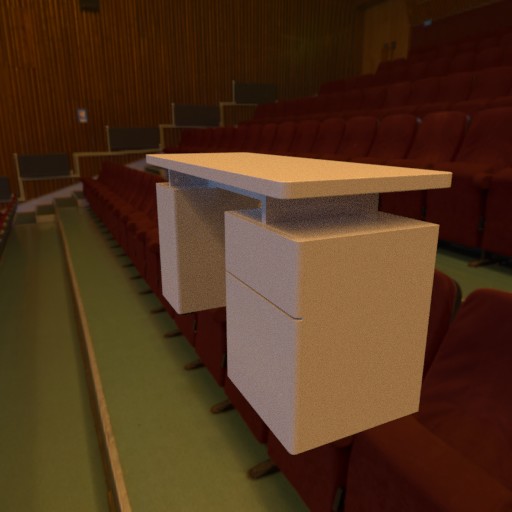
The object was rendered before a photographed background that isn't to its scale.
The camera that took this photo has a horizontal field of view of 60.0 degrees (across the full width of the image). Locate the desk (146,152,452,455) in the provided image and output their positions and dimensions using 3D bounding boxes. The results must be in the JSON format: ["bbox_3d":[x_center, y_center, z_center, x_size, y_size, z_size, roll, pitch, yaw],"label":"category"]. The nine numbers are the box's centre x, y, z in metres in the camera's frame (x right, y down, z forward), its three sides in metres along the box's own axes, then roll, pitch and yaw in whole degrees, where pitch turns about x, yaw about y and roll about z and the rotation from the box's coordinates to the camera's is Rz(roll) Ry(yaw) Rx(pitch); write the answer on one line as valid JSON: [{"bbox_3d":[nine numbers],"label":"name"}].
[{"bbox_3d":[0.000,0.000,1.814,0.550,0.762,1.400,-7,17,-25],"label":"desk"}]
